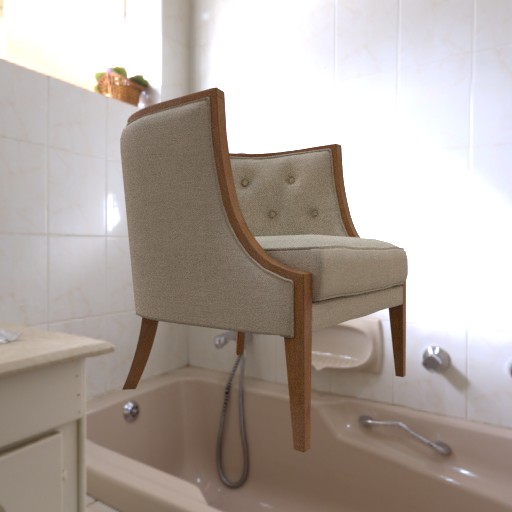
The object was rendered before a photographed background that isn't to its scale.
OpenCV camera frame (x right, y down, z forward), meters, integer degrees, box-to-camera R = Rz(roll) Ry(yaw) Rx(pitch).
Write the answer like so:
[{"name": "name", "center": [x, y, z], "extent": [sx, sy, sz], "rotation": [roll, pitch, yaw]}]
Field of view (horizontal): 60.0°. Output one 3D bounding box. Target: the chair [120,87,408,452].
[{"name": "chair", "center": [0.000, 0.000, 1.361], "extent": [0.757, 0.775, 0.711], "rotation": [0, 1, 35]}]
